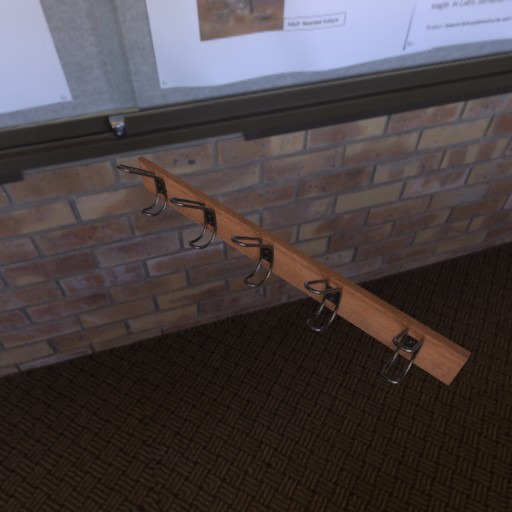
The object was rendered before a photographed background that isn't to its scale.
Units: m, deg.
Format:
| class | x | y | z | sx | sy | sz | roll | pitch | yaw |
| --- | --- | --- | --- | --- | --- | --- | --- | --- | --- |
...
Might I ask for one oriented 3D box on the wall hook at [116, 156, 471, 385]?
| class | x | y | z | sx | sy | sz | roll | pitch | yaw |
| --- | --- | --- | --- | --- | --- | --- | --- | --- | --- |
| wall hook | 0.000 | 0.000 | 0.593 | 0.554 | 0.116 | 0.076 | 33 | 56 | 25 |
